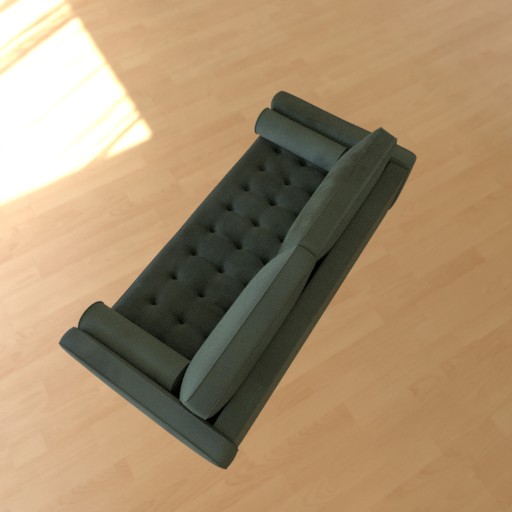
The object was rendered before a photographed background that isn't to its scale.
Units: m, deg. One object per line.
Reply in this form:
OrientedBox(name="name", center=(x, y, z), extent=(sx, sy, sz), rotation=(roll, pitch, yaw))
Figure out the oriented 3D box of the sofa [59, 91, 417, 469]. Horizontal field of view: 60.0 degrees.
OrientedBox(name="sofa", center=(0.000, 0.000, 2.350), extent=(0.916, 0.772, 1.880), rotation=(31, 68, 14))
